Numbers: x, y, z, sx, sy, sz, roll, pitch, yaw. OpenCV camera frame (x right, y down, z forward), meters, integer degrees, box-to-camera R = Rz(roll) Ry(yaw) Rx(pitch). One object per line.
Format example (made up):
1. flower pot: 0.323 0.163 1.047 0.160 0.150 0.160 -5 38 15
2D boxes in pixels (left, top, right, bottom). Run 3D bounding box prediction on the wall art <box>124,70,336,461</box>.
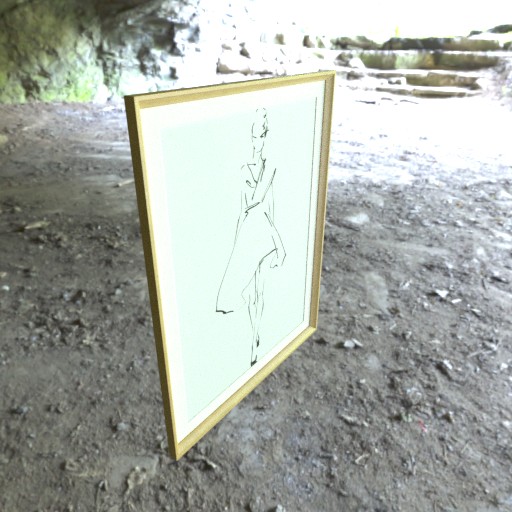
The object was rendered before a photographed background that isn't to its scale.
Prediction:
1. wall art: 0.000 0.000 1.350 0.030 1.002 0.798 19 32 33
